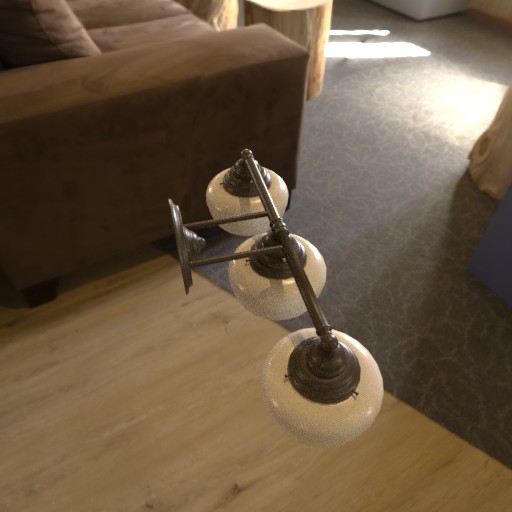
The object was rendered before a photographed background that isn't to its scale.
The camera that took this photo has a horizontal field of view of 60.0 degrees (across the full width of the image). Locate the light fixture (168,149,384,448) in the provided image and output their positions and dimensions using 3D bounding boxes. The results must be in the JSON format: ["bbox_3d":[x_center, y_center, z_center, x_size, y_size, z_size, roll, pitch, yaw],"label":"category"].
[{"bbox_3d":[0.000,0.000,0.707,0.239,0.242,0.587,-11,47,-10],"label":"light fixture"}]
